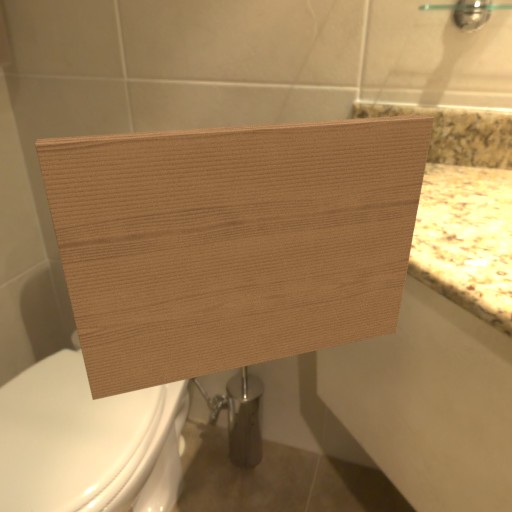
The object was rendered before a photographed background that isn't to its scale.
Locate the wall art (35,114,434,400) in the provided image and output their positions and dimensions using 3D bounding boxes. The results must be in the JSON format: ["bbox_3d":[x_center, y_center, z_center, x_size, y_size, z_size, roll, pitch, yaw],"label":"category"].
[{"bbox_3d":[0.000,0.000,1.063,0.841,0.609,0.063,-9,28,-16],"label":"wall art"}]
